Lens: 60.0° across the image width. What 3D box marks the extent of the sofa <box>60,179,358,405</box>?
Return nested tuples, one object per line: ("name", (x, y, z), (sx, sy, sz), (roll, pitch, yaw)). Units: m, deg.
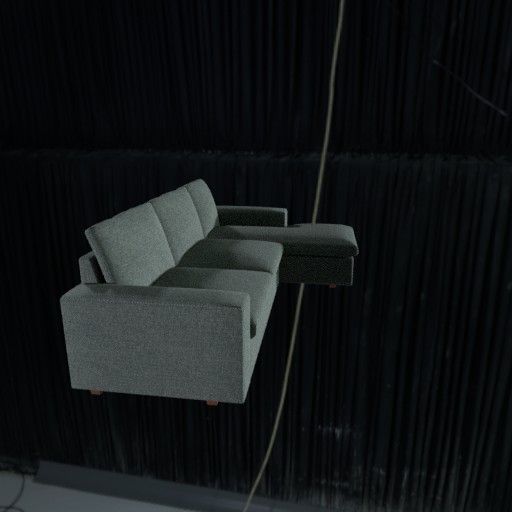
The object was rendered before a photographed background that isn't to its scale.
("sofa", (0.000, 0.000, 3.531), (1.689, 0.940, 2.718), (2, 17, 8))
